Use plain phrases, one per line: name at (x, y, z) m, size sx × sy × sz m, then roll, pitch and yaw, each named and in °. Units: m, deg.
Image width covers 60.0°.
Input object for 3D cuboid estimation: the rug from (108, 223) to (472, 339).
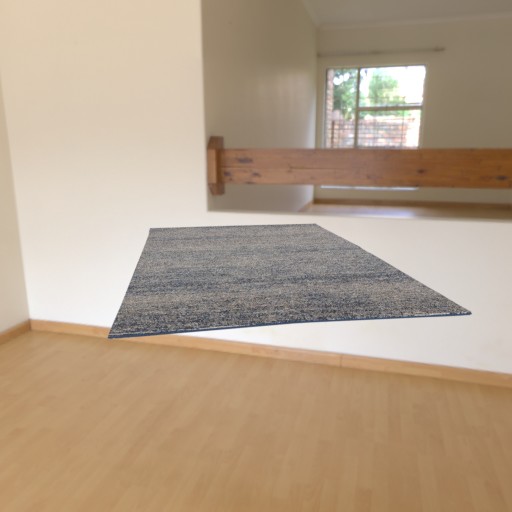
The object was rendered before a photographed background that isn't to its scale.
rug at (0.000, 0.000, 2.221) m, size 1.159 × 0.025 × 1.793 m, roll -2°, pitch 14°, yaw -9°
